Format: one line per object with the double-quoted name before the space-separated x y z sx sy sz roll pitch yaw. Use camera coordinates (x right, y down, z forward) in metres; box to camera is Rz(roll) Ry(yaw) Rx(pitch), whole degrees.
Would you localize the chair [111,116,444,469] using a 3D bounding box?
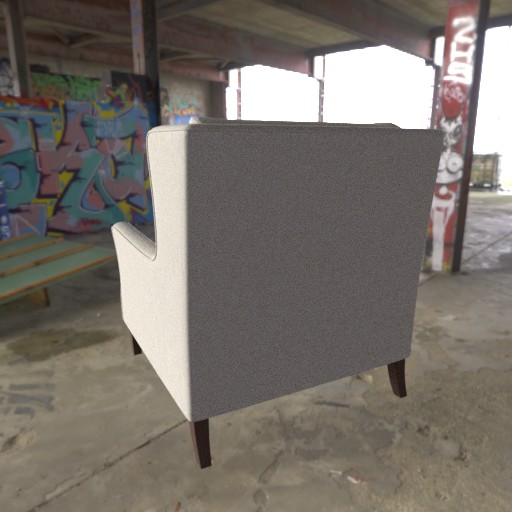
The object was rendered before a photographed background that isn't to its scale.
"chair" 0.000 0.000 1.840 0.982 1.056 1.040 -7 16 -27
